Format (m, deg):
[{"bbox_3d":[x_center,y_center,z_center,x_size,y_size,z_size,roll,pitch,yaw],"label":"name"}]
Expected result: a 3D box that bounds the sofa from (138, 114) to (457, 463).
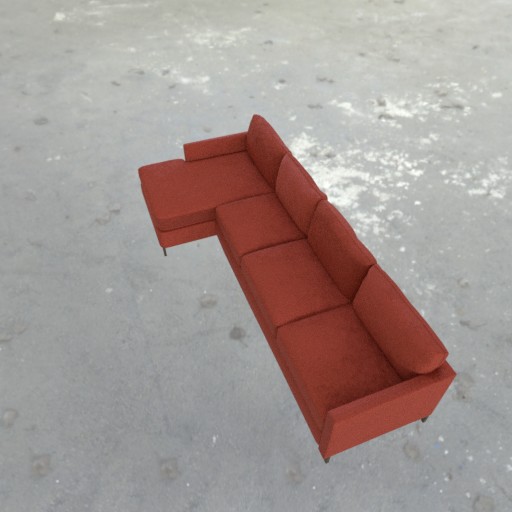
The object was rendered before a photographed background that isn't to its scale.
[{"bbox_3d":[0.000,0.000,3.960,1.500,0.967,3.400,-15,48,-15],"label":"sofa"}]
